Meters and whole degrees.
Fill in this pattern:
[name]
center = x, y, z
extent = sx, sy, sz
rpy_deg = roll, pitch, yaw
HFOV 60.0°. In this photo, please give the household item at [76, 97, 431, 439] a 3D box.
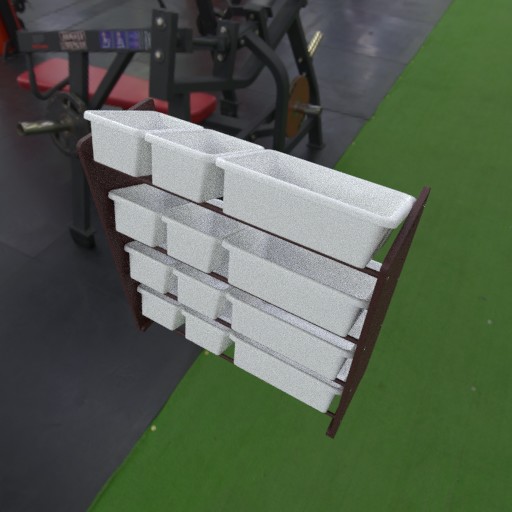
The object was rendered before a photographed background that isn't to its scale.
[household item]
center = 0.000, 0.000, 1.300
extent = 0.787, 0.864, 0.389
rpy_deg = 23, 51, 21
